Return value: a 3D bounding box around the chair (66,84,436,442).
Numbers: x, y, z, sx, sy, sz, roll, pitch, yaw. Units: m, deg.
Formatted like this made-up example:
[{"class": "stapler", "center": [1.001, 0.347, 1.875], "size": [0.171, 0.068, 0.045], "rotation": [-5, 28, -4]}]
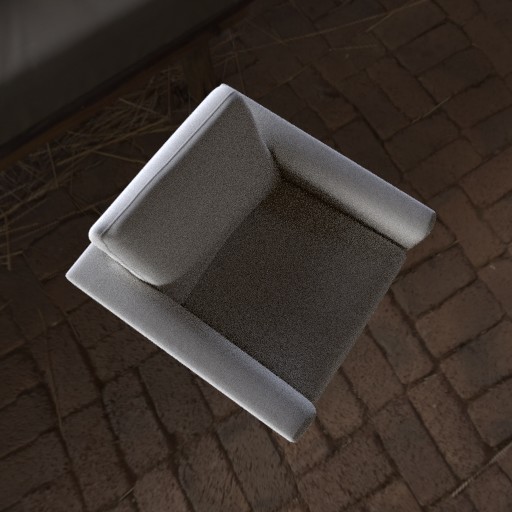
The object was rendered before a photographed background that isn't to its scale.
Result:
[{"class": "chair", "center": [0.000, 0.000, 1.925], "size": [1.100, 0.876, 1.070], "rotation": [34, 78, 8]}]
